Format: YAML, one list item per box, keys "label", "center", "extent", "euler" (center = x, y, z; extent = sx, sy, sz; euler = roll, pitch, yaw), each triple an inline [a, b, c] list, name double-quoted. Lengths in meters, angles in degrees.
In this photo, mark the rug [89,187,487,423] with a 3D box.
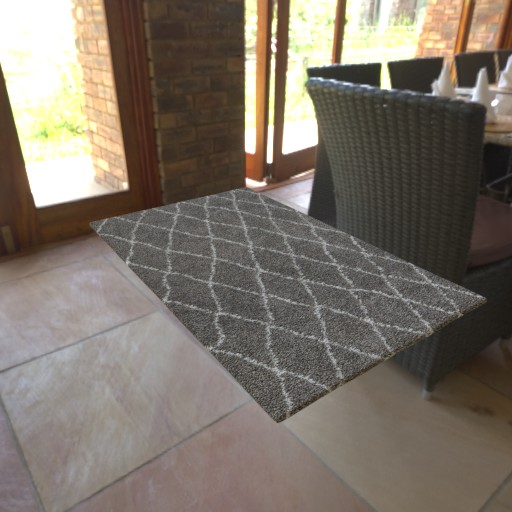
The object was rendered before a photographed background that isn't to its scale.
- label: "rug"
  center: [0.000, 0.000, 3.023]
  extent: [1.524, 0.030, 2.438]
  euler: [-18, 32, -31]
